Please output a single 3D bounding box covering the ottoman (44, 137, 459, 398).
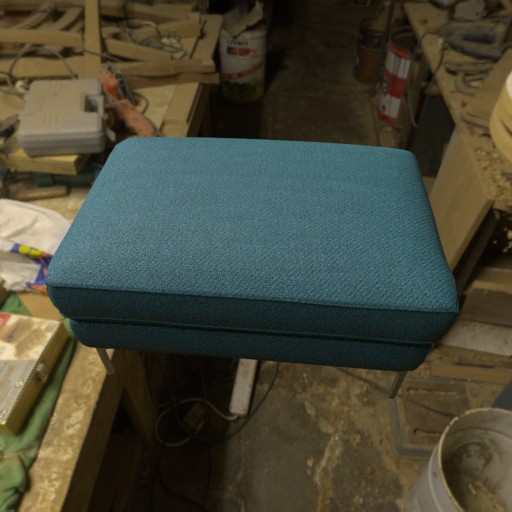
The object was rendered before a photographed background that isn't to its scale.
[{"bbox_3d":[0.000,0.000,1.184,0.856,0.498,0.563,4,46,3],"label":"ottoman"}]
